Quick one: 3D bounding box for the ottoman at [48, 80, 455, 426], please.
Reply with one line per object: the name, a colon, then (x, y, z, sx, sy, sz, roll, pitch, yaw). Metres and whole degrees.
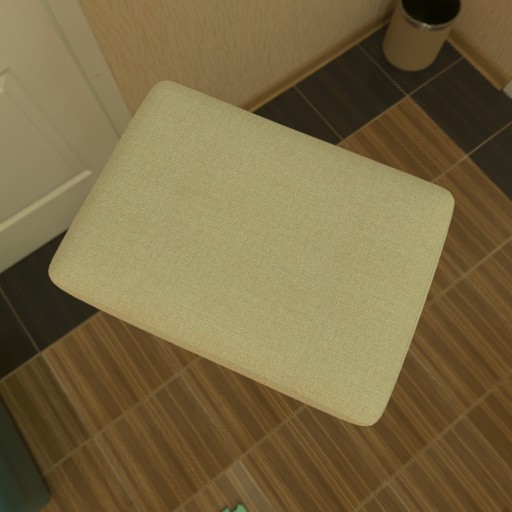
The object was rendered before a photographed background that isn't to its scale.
ottoman: (0.000, 0.000, 1.276, 0.885, 0.478, 0.637, 23, 76, 6)
